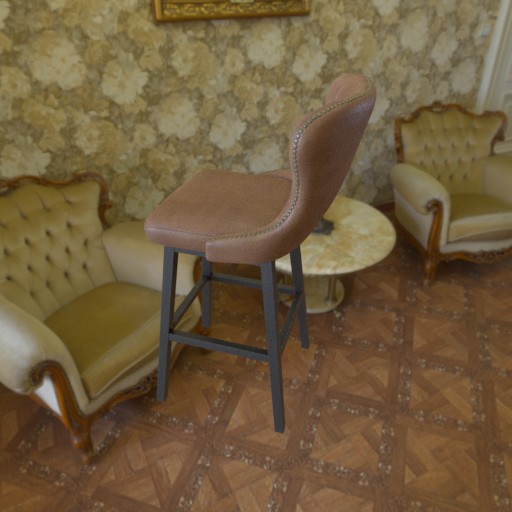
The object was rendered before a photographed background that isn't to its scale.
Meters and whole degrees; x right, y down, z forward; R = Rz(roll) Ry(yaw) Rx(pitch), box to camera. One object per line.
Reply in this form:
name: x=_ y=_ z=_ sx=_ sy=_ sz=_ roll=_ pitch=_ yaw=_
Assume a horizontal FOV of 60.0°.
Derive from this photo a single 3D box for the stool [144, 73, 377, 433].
stool: x=0.000 y=0.000 z=1.397 sx=0.601 sy=1.050 sz=0.528 roll=9 pitch=33 yaw=15
